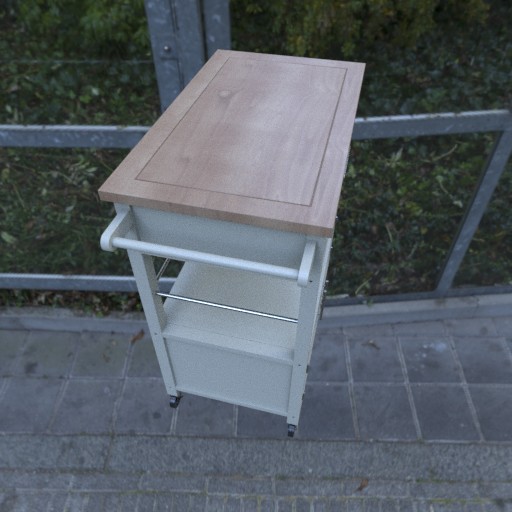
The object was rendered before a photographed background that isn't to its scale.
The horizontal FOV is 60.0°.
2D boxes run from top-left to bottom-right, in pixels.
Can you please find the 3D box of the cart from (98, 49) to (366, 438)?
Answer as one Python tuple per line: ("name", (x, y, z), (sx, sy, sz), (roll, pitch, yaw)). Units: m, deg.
("cart", (0.000, 0.000, 1.371), (0.459, 0.901, 0.840), (10, 45, 10))
